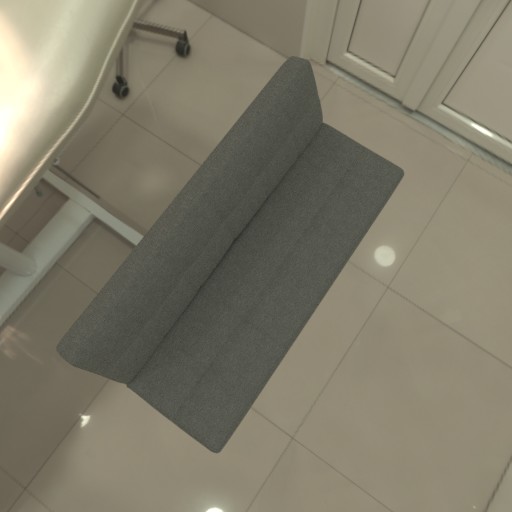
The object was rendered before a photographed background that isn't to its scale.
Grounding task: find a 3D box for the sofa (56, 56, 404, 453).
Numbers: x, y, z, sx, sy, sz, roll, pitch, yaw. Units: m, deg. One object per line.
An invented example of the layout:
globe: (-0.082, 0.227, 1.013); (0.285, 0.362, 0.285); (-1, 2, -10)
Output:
sofa: (0.000, 0.000, 2.308); (0.820, 0.770, 1.820); (34, 77, 9)
